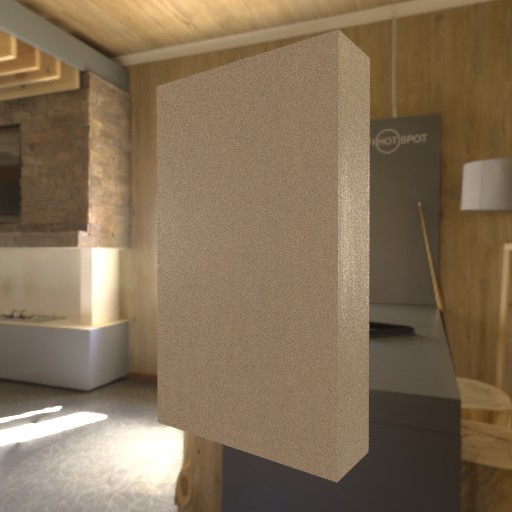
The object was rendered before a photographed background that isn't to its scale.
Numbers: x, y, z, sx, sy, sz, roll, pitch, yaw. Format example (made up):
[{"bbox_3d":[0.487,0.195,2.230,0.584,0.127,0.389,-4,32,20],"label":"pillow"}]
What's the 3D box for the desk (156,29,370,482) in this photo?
[{"bbox_3d":[0.000,0.000,1.571,0.750,1.280,0.250,1,1,36],"label":"desk"}]
